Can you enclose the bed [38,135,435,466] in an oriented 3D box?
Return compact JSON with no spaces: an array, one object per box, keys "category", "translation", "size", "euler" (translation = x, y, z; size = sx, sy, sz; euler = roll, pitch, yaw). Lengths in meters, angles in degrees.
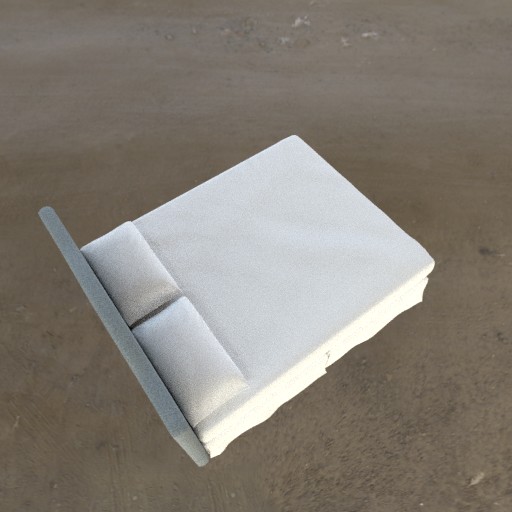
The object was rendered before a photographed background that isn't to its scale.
[{"category":"bed","translation":[0.000,0.000,3.928],"size":[2.689,1.457,2.161],"euler":[-32,64,-18]}]
